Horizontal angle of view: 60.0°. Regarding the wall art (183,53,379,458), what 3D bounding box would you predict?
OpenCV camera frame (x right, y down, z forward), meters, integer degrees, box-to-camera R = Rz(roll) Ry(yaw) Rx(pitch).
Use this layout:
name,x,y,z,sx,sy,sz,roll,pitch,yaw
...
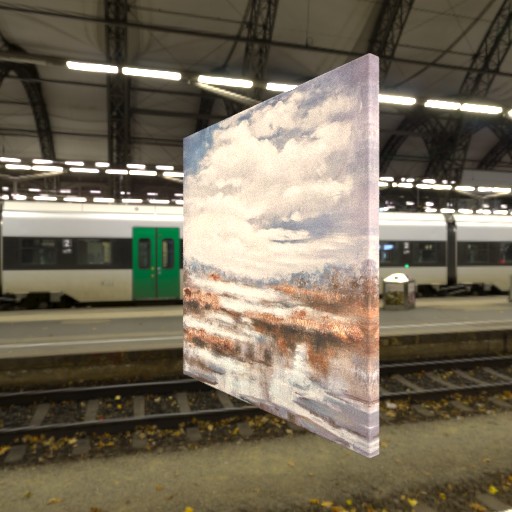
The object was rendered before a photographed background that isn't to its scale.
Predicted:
name,x,y,z,sx,sy,sz,roll,pitch,yaw
wall art,0.000,0.000,1.344,0.035,0.897,0.888,0,0,-37
